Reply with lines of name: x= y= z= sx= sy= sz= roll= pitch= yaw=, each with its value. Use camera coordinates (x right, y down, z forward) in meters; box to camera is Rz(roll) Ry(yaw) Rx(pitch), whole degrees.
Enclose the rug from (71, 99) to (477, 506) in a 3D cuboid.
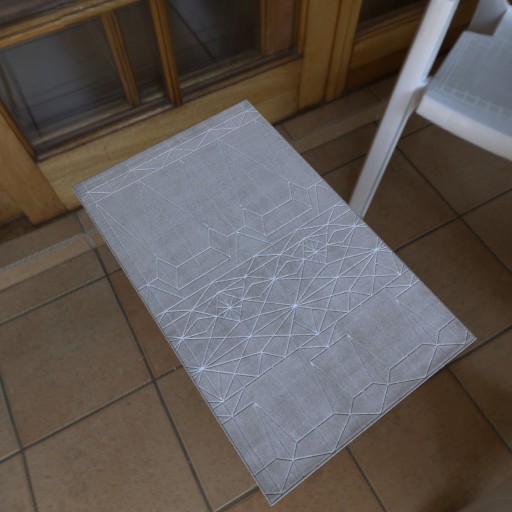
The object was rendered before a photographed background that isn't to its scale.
rug: x=0.000 y=0.000 z=2.919 sx=1.524 sy=0.012 sz=2.438 roll=-32 pitch=67 yaw=-16
